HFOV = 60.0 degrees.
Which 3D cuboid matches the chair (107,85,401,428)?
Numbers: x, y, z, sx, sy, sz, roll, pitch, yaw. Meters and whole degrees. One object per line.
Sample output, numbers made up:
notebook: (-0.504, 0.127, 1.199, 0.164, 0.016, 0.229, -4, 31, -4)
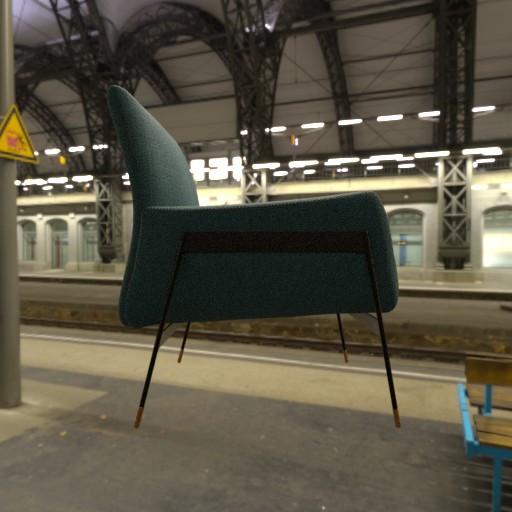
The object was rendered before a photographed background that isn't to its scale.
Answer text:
chair: (0.000, 0.000, 1.429, 0.769, 0.859, 0.678, 0, 1, 0)
